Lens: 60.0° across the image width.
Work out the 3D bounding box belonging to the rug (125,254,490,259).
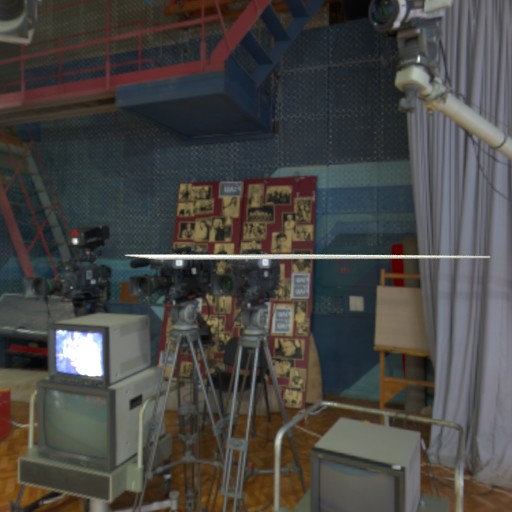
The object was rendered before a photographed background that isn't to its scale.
[{"bbox_3d":[0.000,0.000,2.310,1.226,0.007,1.815,0,0,-19],"label":"rug"}]
